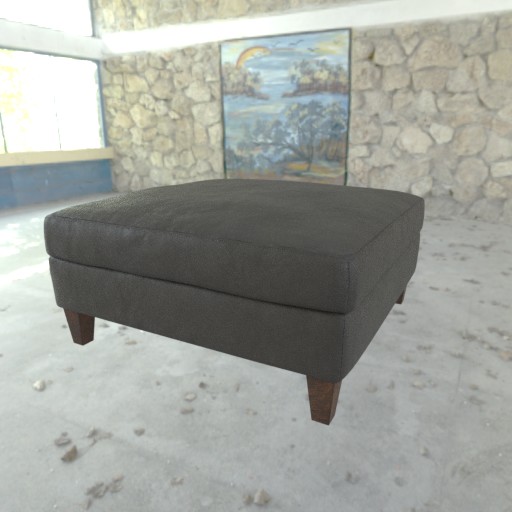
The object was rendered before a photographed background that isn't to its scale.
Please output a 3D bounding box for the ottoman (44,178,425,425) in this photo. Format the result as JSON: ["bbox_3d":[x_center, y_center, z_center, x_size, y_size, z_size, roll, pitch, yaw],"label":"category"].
[{"bbox_3d":[0.000,0.000,1.324,0.836,0.415,0.844,9,18,27],"label":"ottoman"}]
